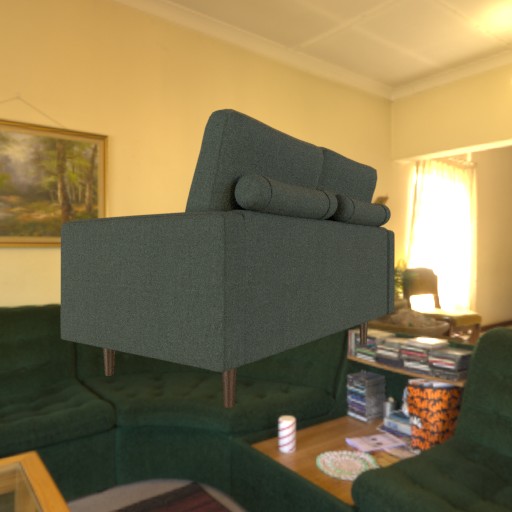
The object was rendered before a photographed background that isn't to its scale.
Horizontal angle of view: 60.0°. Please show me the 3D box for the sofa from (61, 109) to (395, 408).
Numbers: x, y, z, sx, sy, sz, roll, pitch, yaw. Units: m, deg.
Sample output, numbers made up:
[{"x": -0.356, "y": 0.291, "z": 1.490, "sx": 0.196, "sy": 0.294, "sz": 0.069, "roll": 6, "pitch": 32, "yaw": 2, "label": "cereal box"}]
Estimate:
[{"x": 0.000, "y": 0.000, "z": 1.959, "sx": 0.842, "sy": 0.907, "sz": 1.407, "roll": 1, "pitch": 1, "yaw": 35, "label": "sofa"}]
